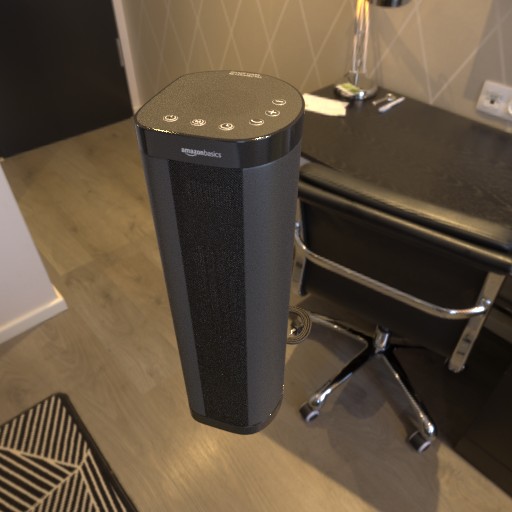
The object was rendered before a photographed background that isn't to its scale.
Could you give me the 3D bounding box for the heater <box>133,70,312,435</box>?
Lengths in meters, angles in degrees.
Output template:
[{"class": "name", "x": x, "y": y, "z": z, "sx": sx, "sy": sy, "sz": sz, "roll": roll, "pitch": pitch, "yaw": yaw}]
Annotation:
[{"class": "heater", "x": 0.000, "y": 0.000, "z": 0.692, "sx": 0.174, "sy": 0.552, "sz": 0.312, "roll": 12, "pitch": 43, "yaw": 13}]
